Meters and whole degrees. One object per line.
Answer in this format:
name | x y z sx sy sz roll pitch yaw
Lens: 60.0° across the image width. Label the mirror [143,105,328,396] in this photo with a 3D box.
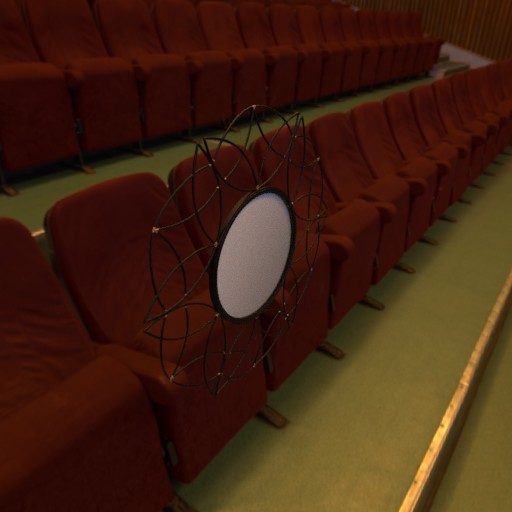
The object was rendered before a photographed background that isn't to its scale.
mirror | 0.000 0.000 1.193 0.028 0.775 0.797 18 33 31
